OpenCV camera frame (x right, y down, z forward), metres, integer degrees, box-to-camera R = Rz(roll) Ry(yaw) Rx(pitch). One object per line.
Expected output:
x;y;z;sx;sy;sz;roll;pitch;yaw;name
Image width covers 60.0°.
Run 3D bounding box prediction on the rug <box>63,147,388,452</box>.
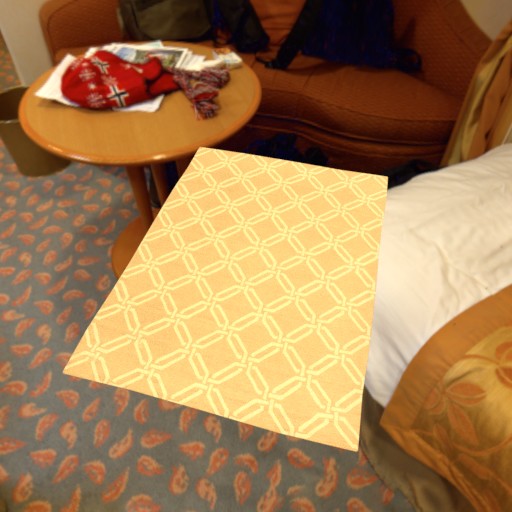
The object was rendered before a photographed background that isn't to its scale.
0.000;0.000;4.525;2.452;0.020;3.365;11;49;10;rug
